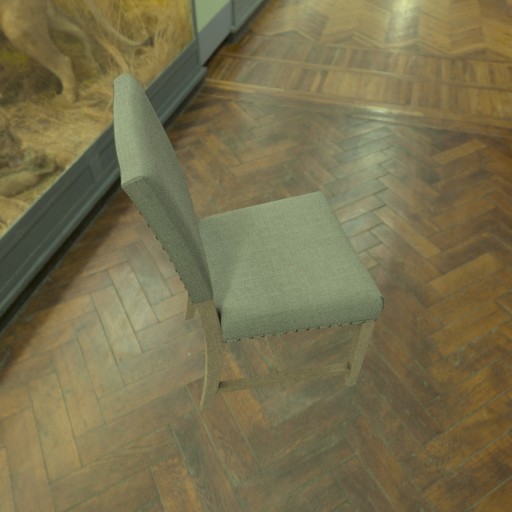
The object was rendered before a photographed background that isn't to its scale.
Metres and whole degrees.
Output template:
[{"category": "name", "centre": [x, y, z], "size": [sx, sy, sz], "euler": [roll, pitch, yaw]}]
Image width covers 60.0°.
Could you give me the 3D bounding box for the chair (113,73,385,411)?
[{"category": "chair", "centre": [0.000, 0.000, 1.329], "size": [0.622, 0.986, 0.508], "euler": [-11, 48, -10]}]
